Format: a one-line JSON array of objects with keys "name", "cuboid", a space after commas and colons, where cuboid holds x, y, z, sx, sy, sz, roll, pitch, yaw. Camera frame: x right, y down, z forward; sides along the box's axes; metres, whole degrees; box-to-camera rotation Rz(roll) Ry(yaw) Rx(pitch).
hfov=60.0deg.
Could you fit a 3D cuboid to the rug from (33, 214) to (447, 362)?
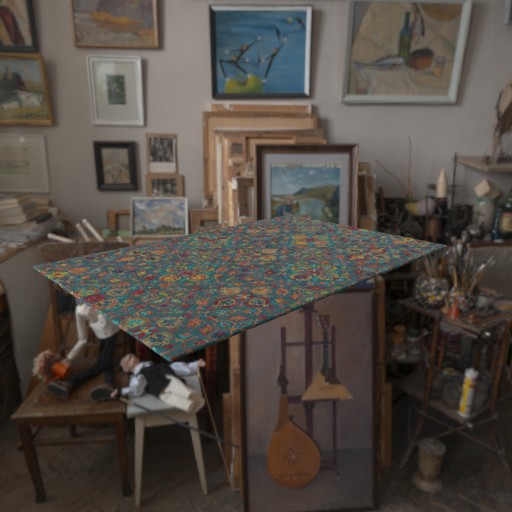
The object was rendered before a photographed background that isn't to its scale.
[{"name": "rug", "cuboid": [0.000, 0.000, 2.330, 1.836, 0.014, 1.216, -15, 23, -41]}]
